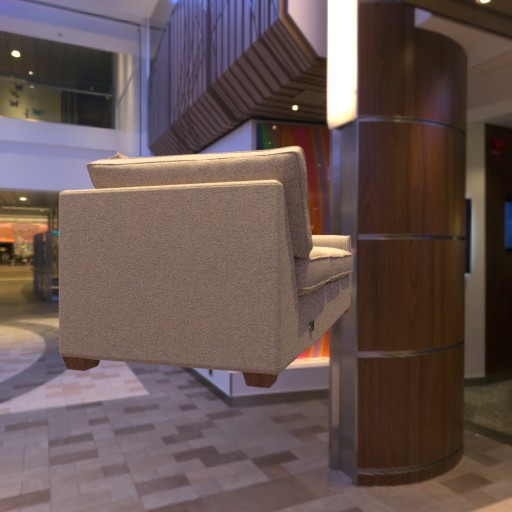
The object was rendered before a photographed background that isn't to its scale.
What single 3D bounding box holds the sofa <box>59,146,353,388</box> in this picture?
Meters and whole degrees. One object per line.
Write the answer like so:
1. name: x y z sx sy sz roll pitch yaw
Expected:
1. sofa: 0.000 0.000 2.826 1.061 0.962 2.317 0 1 18
